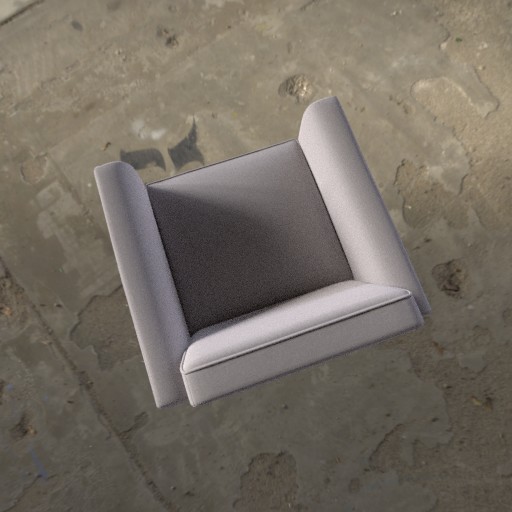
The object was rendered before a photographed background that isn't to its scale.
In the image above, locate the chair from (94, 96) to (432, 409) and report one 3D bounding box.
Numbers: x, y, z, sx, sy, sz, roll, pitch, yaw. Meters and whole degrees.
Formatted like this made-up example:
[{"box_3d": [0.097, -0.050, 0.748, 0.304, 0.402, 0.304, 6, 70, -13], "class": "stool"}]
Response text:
[{"box_3d": [0.000, 0.000, 1.426, 0.780, 0.780, 0.750, -18, 76, -5], "class": "chair"}]
